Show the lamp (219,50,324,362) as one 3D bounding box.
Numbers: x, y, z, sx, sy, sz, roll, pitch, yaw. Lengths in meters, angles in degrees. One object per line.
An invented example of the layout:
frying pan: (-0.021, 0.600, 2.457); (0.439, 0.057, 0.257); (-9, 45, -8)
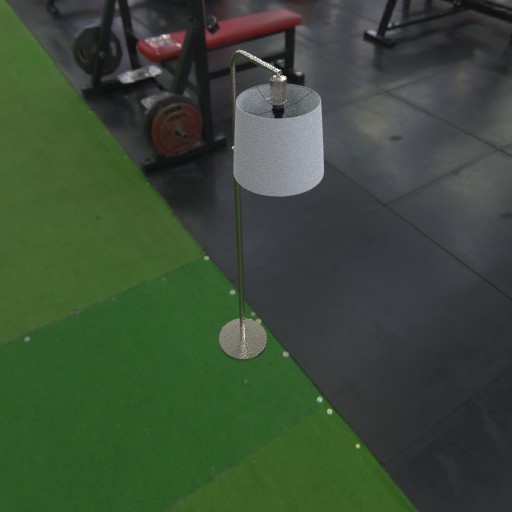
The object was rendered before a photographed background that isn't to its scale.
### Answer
lamp: (0.000, 0.000, 1.662); (0.254, 1.478, 0.508); (-23, 50, -21)
